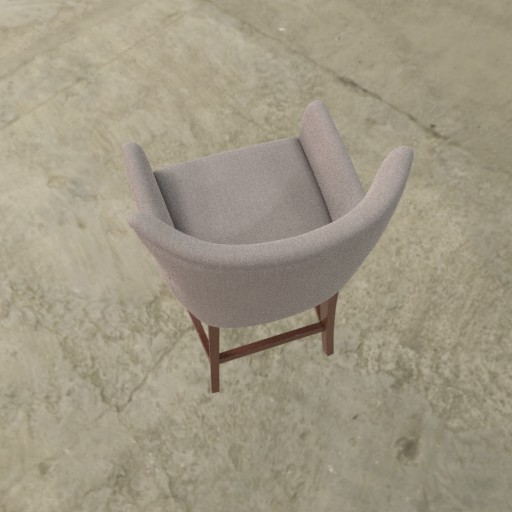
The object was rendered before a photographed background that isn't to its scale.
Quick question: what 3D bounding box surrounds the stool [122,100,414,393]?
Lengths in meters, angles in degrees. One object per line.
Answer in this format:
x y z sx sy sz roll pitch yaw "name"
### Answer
0.000 0.000 1.290 0.575 0.951 0.575 -16 60 -9 "stool"
